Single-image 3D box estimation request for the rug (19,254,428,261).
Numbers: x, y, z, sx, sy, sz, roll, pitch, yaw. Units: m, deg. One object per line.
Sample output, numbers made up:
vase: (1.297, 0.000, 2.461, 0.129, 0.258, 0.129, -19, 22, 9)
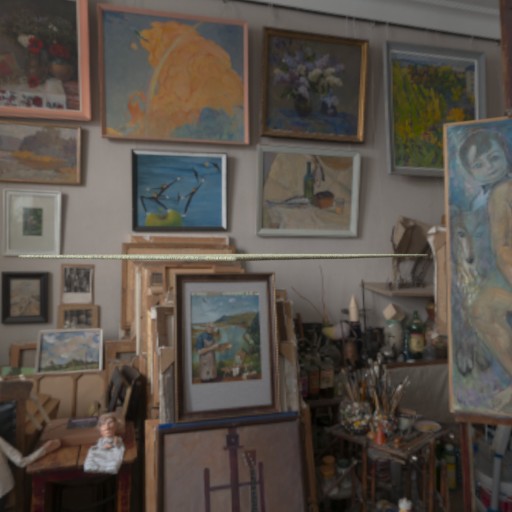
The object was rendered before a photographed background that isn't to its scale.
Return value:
rug: (0.000, 0.000, 2.317, 1.243, 0.014, 1.846, 0, 1, 37)
